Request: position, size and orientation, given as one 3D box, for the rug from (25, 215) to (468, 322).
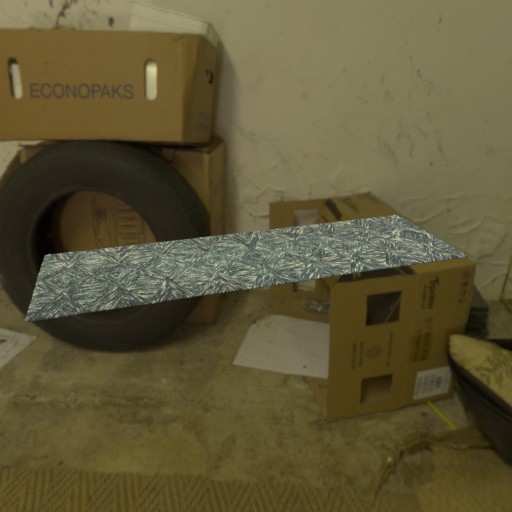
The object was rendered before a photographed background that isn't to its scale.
[{"bbox_3d":[0.000,0.000,2.519,2.306,0.013,0.719,-7,26,-15],"label":"rug"}]
